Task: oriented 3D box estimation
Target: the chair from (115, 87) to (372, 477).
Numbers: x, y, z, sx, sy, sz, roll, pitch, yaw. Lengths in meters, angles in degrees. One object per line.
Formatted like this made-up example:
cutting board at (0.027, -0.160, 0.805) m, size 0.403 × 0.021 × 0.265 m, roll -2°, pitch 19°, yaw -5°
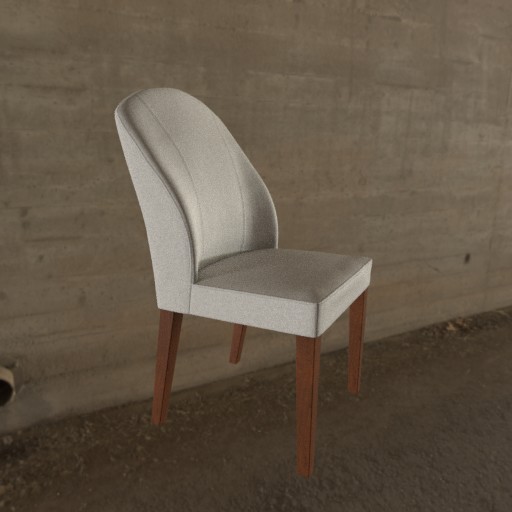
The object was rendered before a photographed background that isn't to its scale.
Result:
chair at (0.000, 0.000, 1.200) m, size 0.540 × 0.893 × 0.472 m, roll 6°, pitch 14°, yaw 27°
